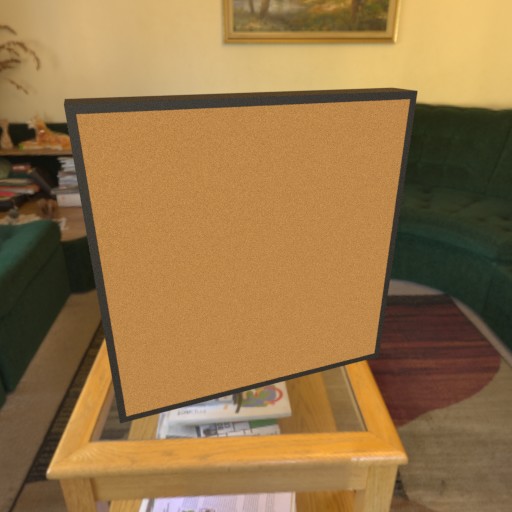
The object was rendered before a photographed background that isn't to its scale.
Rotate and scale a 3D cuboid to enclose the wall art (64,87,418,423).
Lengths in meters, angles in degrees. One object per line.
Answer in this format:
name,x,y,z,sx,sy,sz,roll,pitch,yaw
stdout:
wall art,0.000,0.000,0.442,0.304,0.304,0.038,-9,27,-18
